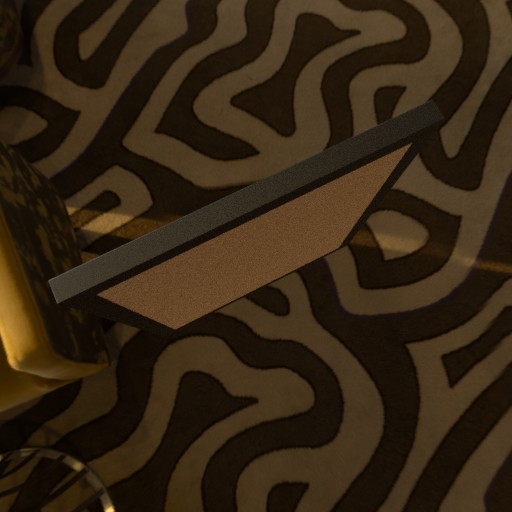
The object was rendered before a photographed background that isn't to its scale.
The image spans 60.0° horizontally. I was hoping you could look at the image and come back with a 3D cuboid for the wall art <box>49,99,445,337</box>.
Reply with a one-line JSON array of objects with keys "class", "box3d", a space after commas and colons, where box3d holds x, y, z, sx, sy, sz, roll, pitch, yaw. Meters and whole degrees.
[{"class": "wall art", "box3d": [0.000, 0.000, 0.690, 0.432, 0.508, 0.025, -26, 78, -6]}]
